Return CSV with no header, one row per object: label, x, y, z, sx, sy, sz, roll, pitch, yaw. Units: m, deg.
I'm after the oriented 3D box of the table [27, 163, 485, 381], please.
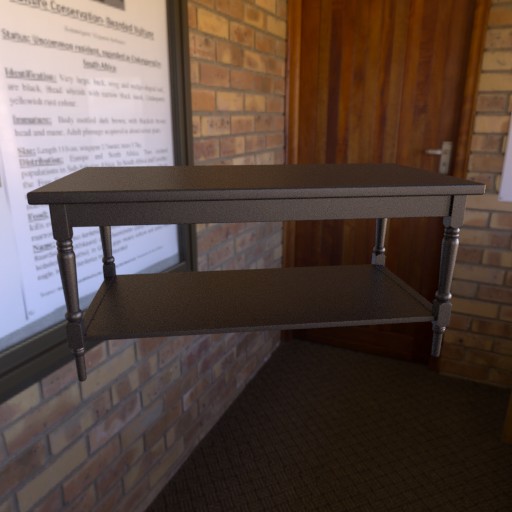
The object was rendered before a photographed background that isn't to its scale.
table,0.000,0.000,1.393,1.107,0.510,0.550,-2,17,-7
